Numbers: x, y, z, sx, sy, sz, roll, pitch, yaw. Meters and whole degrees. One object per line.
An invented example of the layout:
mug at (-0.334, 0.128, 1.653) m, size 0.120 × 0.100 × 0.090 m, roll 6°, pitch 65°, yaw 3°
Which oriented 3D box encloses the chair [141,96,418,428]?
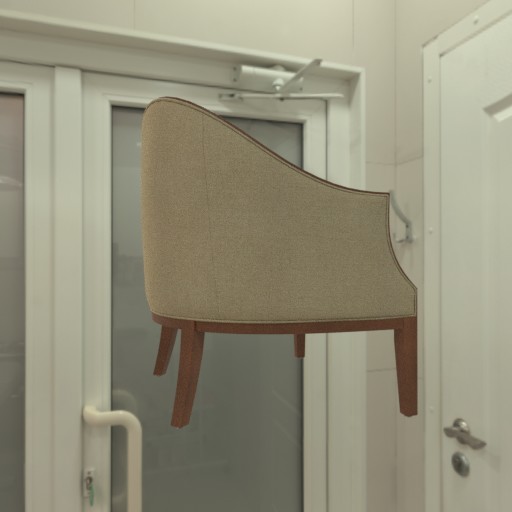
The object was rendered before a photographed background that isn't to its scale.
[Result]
chair at (0.000, 0.000, 1.465) m, size 0.735 × 0.876 × 0.803 m, roll 0°, pitch 0°, yaw -18°
